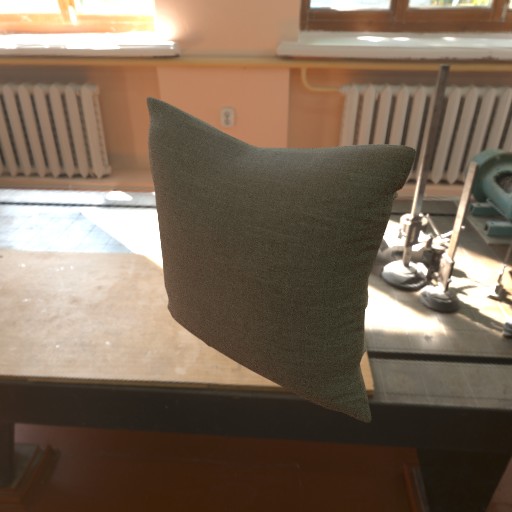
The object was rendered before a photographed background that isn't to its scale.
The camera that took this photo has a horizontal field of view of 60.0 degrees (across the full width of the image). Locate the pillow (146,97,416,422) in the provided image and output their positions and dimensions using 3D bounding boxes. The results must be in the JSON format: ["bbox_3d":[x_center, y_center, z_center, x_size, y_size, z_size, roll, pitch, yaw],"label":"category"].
[{"bbox_3d":[0.000,0.000,0.648,0.424,0.400,0.169,22,37,33],"label":"pillow"}]
